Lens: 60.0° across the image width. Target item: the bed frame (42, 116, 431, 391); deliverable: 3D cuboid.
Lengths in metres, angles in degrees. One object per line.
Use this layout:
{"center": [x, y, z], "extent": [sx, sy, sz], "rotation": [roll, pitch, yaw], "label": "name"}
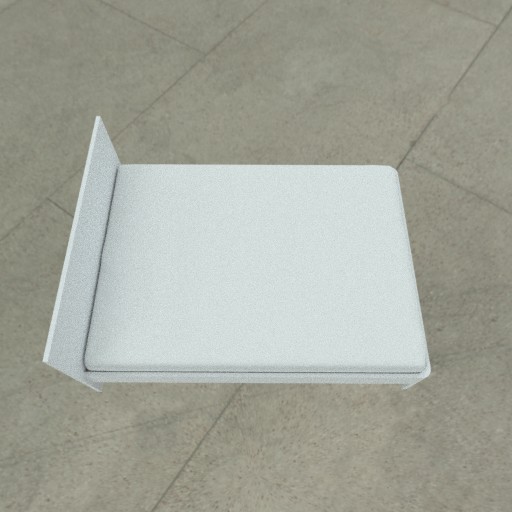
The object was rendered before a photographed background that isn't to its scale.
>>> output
{"center": [0.000, 0.000, 2.719], "extent": [1.950, 0.800, 1.490], "rotation": [0, 64, 0], "label": "bed frame"}
